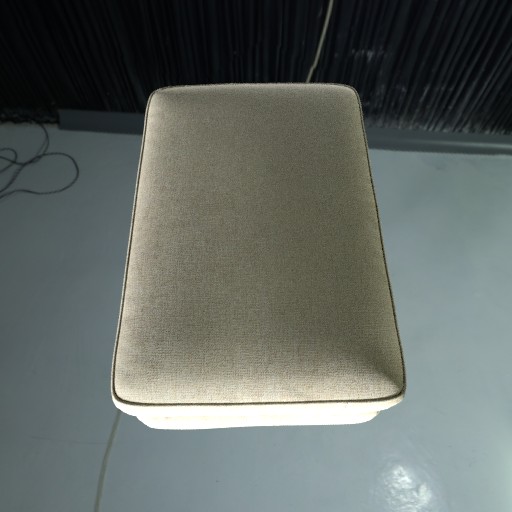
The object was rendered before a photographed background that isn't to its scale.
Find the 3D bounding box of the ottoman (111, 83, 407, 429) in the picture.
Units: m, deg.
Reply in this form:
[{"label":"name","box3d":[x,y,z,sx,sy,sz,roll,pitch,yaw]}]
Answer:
[{"label":"ottoman","box3d":[0.000,0.000,1.202,0.583,0.484,0.862,-1,63,0]}]
